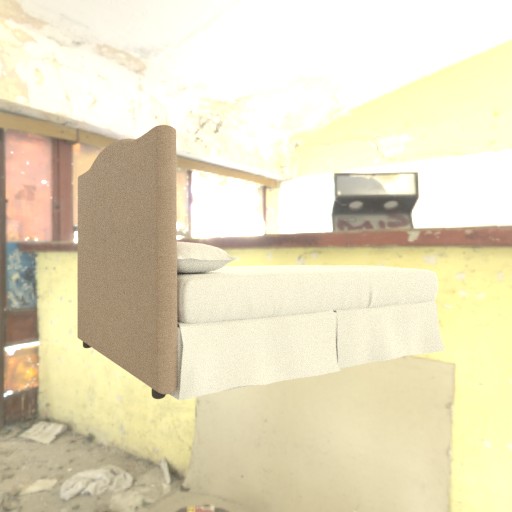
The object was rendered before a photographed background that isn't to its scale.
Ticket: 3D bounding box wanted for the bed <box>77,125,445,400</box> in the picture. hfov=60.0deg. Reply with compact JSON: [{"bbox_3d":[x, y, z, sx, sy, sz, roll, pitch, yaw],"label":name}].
[{"bbox_3d":[0.000,0.000,3.459,2.282,1.436,1.821,0,0,-34],"label":"bed"}]
